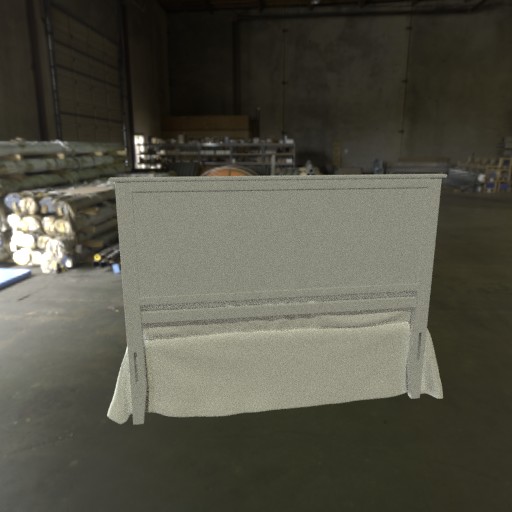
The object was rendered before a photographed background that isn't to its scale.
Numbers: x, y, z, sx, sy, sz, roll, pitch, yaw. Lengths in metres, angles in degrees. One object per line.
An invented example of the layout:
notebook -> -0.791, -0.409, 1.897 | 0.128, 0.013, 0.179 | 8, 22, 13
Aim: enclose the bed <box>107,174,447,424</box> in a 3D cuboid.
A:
bed -> 0.000, 0.000, 3.207 | 1.876, 1.269, 2.047 | -2, 14, -9
